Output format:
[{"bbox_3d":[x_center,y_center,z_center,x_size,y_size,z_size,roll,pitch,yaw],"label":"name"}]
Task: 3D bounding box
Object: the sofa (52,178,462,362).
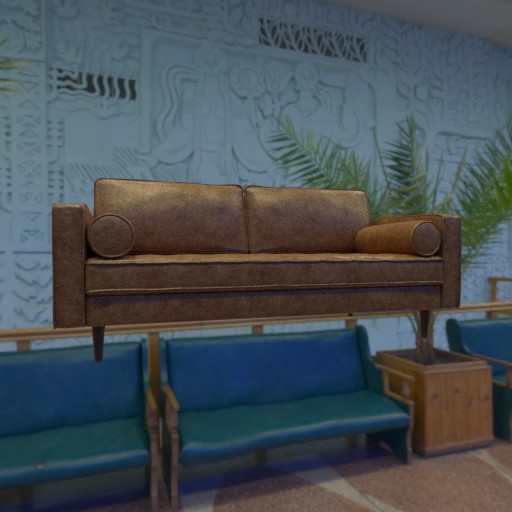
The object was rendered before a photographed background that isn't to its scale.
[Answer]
[{"bbox_3d":[0.000,0.000,2.360,1.920,0.825,0.924,0,1,-18],"label":"sofa"}]
